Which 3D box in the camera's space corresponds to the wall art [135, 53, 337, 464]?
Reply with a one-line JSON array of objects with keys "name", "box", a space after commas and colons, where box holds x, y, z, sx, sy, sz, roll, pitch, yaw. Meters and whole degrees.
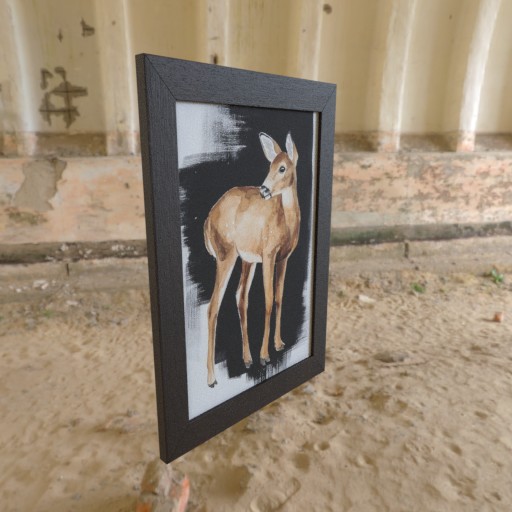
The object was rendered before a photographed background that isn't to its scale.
[{"name": "wall art", "box": [0.000, 0.000, 0.664, 0.017, 0.513, 0.359, 14, 19, 43]}]
